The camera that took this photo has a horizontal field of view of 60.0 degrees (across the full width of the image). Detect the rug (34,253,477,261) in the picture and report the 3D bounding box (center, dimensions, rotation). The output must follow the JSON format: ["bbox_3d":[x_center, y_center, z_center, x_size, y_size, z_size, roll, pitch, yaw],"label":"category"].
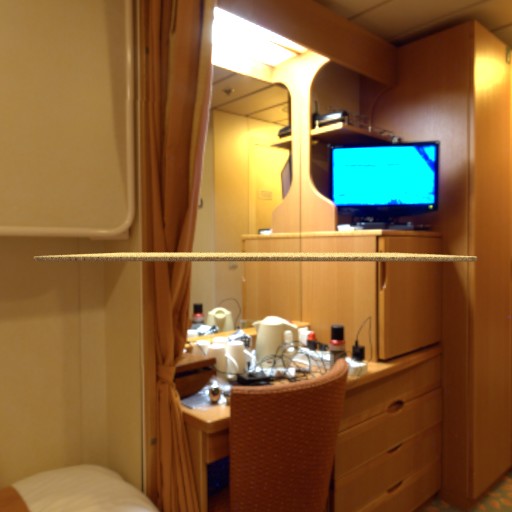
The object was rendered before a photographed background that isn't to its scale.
[{"bbox_3d":[0.000,0.000,3.056,2.349,0.025,1.500,0,1,1],"label":"rug"}]
